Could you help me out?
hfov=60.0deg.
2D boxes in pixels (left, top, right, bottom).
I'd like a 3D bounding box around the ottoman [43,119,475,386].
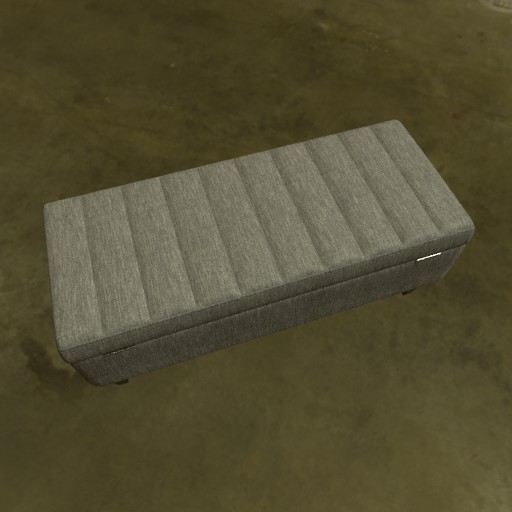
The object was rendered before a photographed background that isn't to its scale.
[{"bbox_3d":[0.000,0.000,1.420,1.151,0.469,0.482,-16,60,-10],"label":"ottoman"}]
